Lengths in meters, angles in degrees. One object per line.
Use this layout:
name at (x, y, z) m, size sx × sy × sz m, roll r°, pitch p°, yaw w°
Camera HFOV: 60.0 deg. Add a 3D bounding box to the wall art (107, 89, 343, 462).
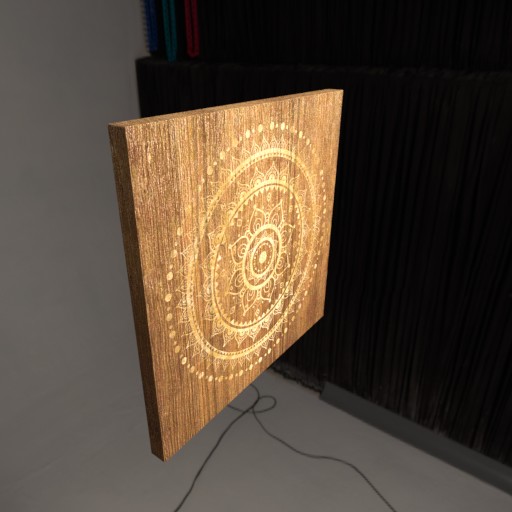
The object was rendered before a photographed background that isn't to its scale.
wall art at (0.000, 0.000, 0.915) m, size 0.042 × 0.608 × 0.611 m, roll 18°, pitch 31°, yaw 32°
